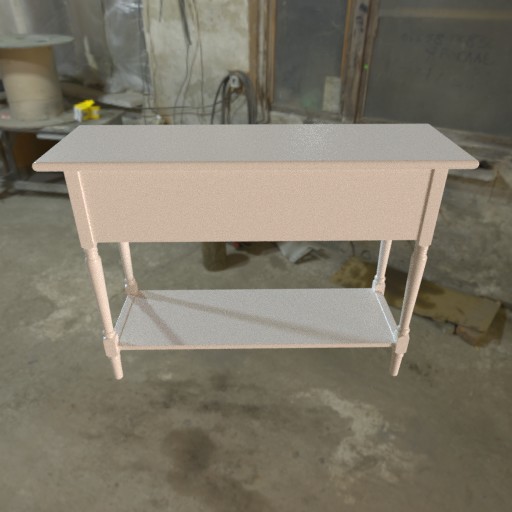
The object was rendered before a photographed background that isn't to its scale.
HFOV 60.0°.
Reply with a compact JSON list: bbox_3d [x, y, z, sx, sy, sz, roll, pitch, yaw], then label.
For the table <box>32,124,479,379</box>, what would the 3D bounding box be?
[{"bbox_3d":[0.000,0.000,1.549,1.191,0.814,0.386,0,31,-1],"label":"table"}]
